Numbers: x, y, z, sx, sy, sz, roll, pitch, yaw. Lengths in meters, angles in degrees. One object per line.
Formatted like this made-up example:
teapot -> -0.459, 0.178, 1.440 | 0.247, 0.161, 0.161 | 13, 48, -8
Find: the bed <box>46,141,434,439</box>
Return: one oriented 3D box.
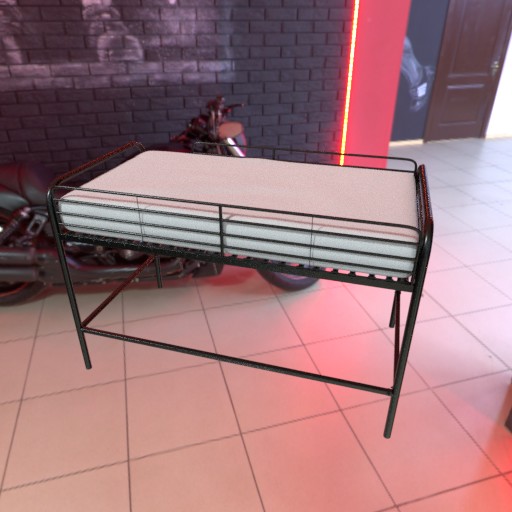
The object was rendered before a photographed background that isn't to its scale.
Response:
bed -> 0.000, 0.000, 2.976 | 1.968, 1.289, 1.393 | 8, 30, 14
